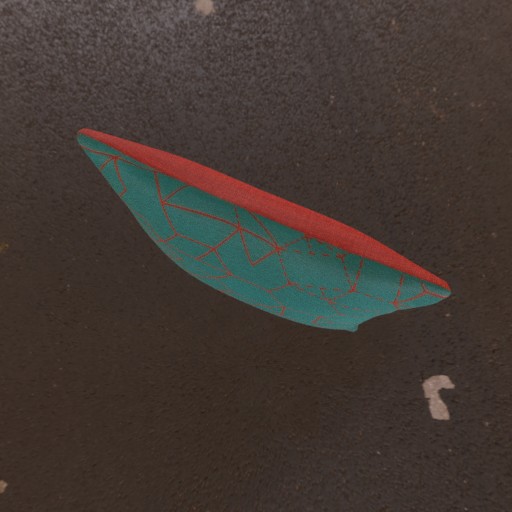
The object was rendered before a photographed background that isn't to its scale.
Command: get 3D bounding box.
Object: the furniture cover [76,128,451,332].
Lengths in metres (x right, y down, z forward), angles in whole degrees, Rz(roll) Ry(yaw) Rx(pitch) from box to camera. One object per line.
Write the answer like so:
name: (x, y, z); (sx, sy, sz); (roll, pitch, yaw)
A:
furniture cover: (0.000, 0.000, 0.801); (0.517, 0.508, 0.158); (24, 77, 6)
